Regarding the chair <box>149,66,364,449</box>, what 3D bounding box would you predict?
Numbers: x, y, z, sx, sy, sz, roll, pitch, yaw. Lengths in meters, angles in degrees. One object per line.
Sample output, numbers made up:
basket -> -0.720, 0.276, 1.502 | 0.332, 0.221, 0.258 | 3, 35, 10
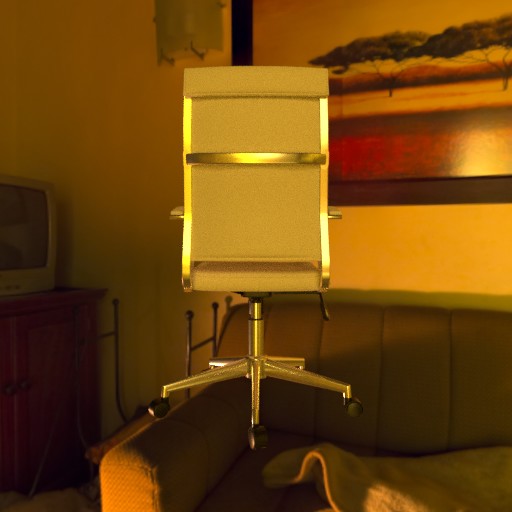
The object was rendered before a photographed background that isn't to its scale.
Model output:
chair -> 0.000, 0.000, 1.663 | 0.766, 1.149, 0.739 | 0, 1, 0
